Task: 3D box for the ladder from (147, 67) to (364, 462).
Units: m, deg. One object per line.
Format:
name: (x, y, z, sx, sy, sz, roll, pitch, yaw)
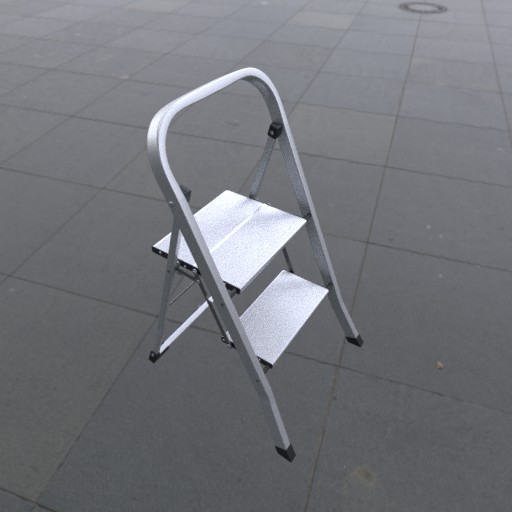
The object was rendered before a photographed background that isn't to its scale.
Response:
ladder: (0.000, 0.000, 1.128, 0.530, 0.830, 0.465, 24, 47, 25)
